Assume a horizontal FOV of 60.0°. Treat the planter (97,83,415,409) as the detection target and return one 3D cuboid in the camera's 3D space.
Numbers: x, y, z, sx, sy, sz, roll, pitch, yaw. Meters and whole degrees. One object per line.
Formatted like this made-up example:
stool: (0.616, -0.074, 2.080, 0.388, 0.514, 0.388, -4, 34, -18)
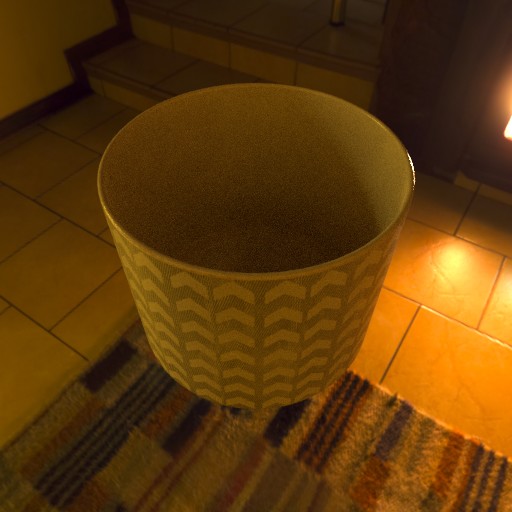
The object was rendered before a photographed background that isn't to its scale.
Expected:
planter: (0.000, 0.000, 0.447, 0.250, 0.239, 0.250, 0, 48, 0)
